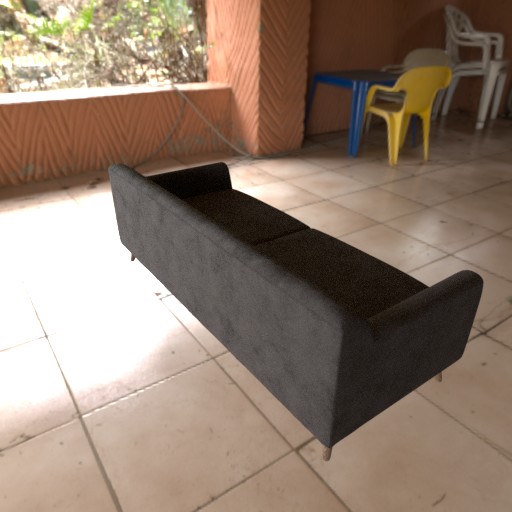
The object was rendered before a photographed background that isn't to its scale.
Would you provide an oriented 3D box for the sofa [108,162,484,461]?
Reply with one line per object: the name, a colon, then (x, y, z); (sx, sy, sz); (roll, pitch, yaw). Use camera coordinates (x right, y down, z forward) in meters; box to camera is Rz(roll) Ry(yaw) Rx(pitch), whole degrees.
sofa: (0.000, 0.000, 2.570); (0.900, 0.740, 2.190); (-19, 33, -31)
